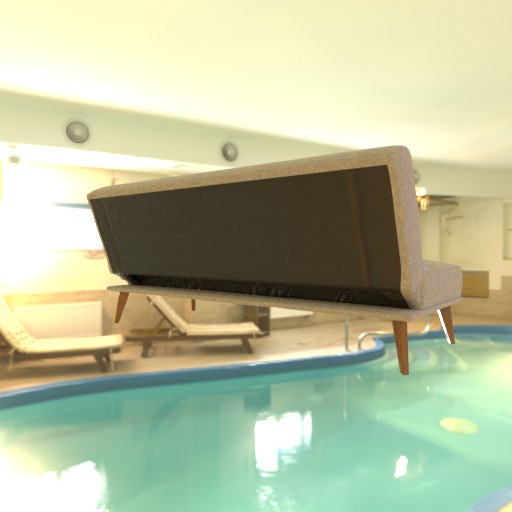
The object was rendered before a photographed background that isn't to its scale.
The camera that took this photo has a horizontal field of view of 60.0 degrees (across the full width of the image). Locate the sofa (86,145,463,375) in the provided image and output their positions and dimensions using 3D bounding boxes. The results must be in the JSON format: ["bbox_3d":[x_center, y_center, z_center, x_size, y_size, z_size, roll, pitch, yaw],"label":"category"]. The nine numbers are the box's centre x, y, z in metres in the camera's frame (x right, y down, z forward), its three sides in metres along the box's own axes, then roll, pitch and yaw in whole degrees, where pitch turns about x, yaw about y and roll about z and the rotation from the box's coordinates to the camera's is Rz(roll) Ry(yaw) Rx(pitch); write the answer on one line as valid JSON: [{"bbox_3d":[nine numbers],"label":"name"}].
[{"bbox_3d":[0.000,0.000,2.291,1.800,0.810,0.860,1,2,38],"label":"sofa"}]
